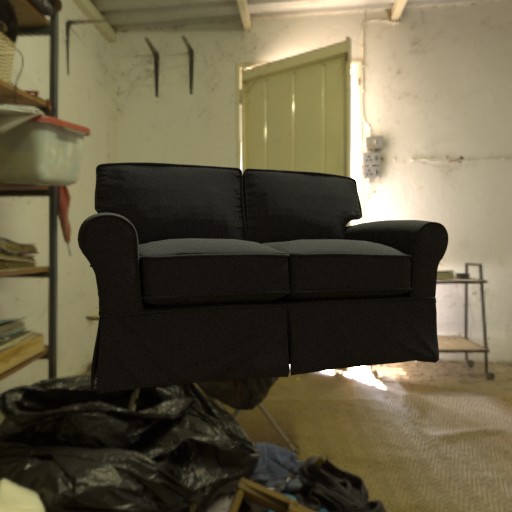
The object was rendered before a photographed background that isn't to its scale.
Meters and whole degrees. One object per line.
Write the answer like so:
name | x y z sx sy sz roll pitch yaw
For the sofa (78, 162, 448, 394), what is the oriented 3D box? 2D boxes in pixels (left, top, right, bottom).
sofa | 0.000 0.000 2.415 1.801 1.059 0.997 0 1 -18
